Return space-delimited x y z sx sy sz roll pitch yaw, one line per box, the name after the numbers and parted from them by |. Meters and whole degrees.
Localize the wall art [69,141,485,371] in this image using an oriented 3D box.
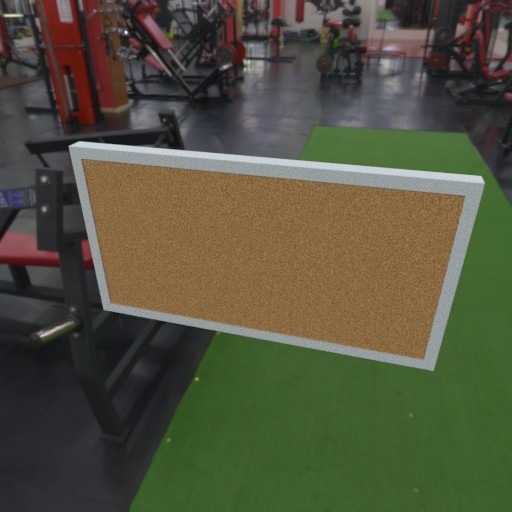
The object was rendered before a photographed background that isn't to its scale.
0.000 0.000 0.966 0.812 0.431 0.038 8 31 13 | wall art
